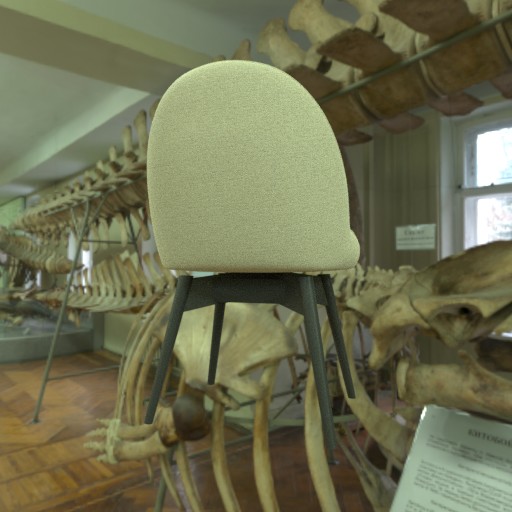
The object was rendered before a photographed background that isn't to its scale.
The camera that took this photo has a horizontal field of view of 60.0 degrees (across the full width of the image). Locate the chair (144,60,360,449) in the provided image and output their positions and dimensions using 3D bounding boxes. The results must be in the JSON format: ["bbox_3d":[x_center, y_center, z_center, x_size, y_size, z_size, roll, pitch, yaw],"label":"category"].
[{"bbox_3d":[0.000,0.000,1.192,0.532,0.838,0.540,0,-1,19],"label":"chair"}]
